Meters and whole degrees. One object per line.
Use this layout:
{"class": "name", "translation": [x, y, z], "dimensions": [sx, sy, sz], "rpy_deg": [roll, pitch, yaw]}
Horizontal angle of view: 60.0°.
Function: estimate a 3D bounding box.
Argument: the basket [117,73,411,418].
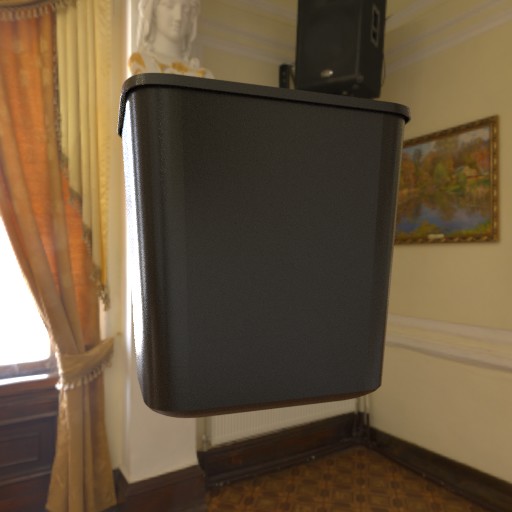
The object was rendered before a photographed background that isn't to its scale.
{"class": "basket", "translation": [0.000, 0.000, 0.507], "dimensions": [0.300, 0.307, 0.211], "rpy_deg": [0, 0, -19]}
